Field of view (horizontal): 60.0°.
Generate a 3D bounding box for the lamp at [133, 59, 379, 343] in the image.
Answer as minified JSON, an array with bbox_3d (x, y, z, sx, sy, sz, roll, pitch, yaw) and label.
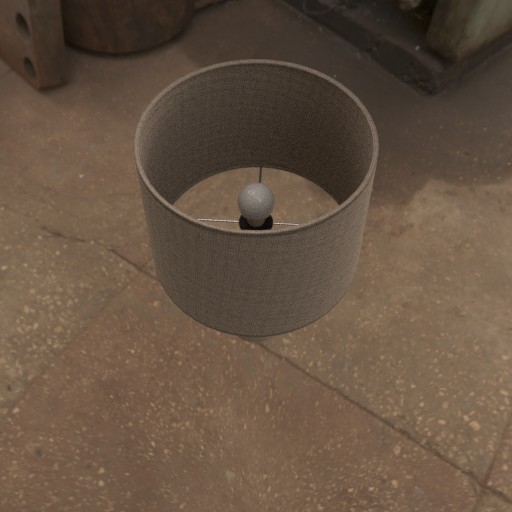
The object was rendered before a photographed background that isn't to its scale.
[{"bbox_3d":[0.000,0.000,0.841,0.367,0.609,0.367,0,58,0],"label":"lamp"}]
